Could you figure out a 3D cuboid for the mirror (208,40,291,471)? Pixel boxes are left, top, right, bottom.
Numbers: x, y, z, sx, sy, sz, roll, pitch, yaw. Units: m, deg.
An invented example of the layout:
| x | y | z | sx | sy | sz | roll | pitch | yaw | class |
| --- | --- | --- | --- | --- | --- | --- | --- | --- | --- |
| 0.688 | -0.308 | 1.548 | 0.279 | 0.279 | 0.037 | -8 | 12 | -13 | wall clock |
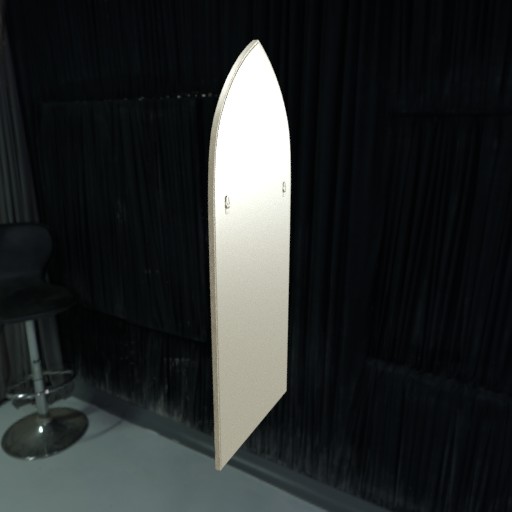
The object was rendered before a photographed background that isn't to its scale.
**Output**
| x | y | z | sx | sy | sz | roll | pitch | yaw | class |
| --- | --- | --- | --- | --- | --- | --- | --- | --- | --- |
| 0.000 | 0.000 | 1.321 | 0.025 | 1.175 | 0.464 | 8 | 18 | 27 | mirror |
